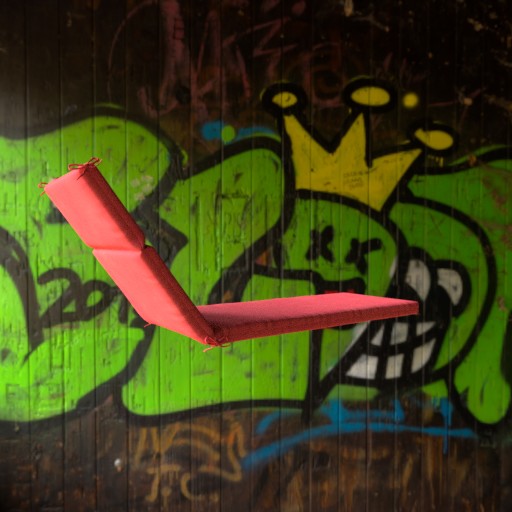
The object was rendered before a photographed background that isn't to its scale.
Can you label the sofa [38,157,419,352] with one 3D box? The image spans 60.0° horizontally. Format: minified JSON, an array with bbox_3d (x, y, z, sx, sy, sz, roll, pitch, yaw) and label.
[{"bbox_3d":[0.000,0.000,1.949,1.663,0.622,0.582,-1,2,-35],"label":"sofa"}]
